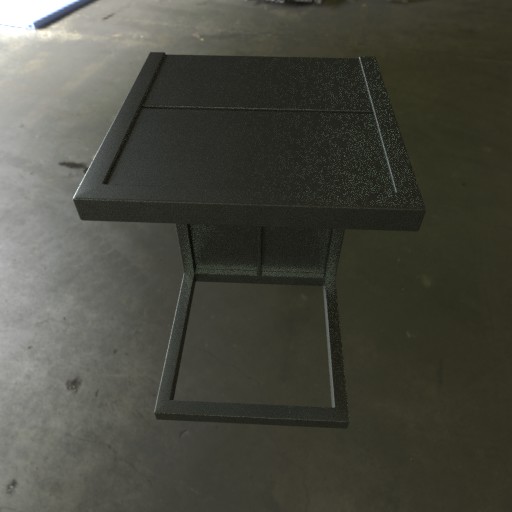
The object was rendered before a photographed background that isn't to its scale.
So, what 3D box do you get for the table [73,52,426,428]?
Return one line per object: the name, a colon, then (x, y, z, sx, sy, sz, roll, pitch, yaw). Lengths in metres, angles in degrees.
table: (0.000, 0.000, 0.869, 0.405, 0.609, 0.420, 2, 46, 2)
